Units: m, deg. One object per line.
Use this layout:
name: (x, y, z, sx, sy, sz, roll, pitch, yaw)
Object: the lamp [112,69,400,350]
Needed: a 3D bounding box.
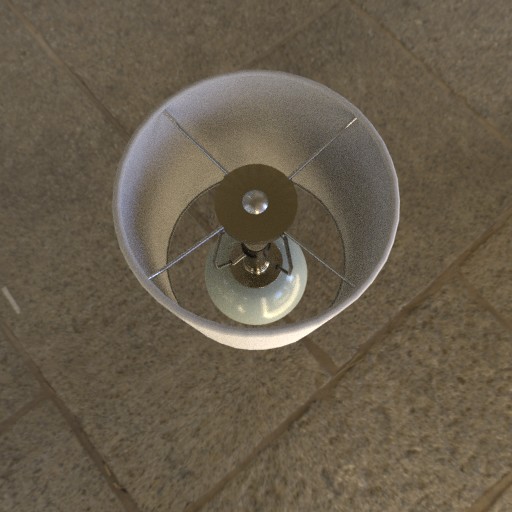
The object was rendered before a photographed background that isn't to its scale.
lamp: (0.000, 0.000, 0.479, 0.201, 0.353, 0.201, 20, 76, 5)
